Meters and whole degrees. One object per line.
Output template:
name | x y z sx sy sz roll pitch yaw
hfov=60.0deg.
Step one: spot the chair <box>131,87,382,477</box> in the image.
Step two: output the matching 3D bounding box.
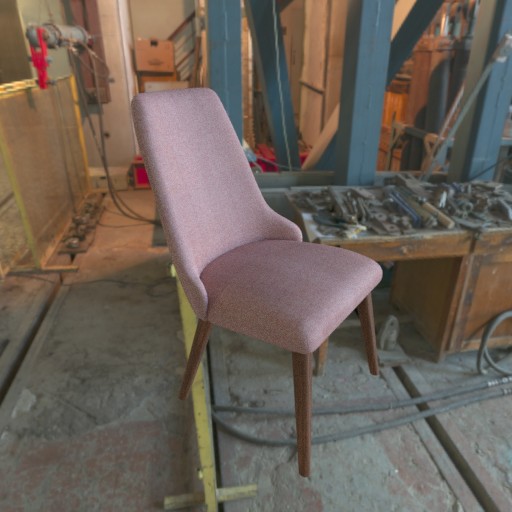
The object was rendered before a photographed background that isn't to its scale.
chair | 0.000 0.000 1.353 0.707 0.918 0.535 18 31 32
